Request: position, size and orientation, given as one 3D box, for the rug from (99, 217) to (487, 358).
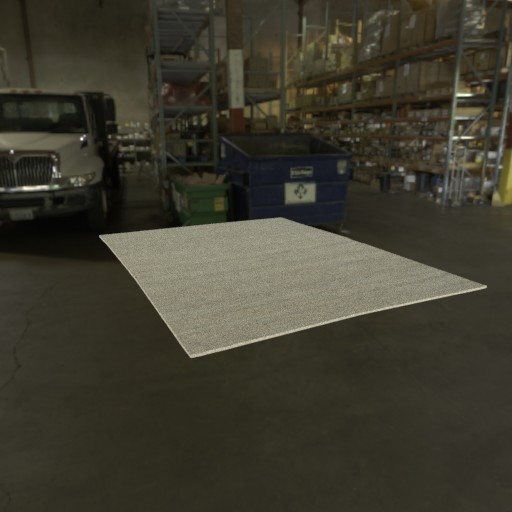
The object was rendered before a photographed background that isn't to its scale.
[{"bbox_3d":[0.000,0.000,4.845,2.757,0.051,3.626,-8,18,-26],"label":"rug"}]
